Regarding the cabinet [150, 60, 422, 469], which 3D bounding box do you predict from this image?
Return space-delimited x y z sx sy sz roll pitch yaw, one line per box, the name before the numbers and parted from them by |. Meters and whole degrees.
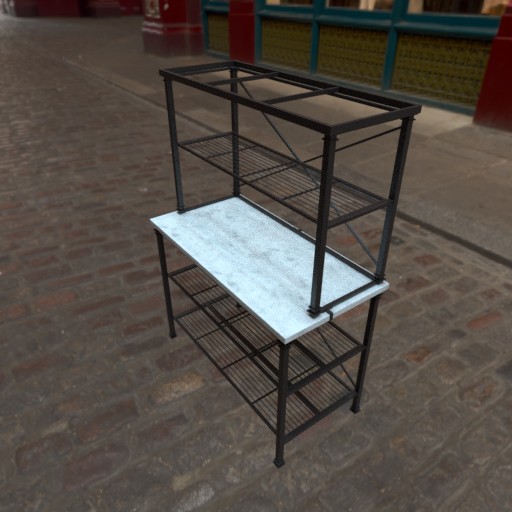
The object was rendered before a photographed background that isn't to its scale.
cabinet | 0.000 0.000 2.274 0.610 1.659 1.210 -21 38 -30
